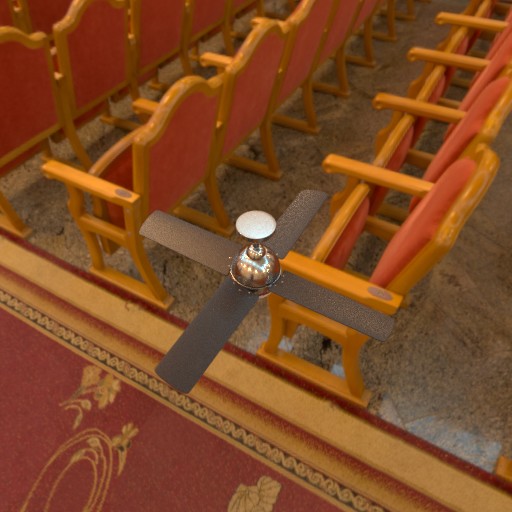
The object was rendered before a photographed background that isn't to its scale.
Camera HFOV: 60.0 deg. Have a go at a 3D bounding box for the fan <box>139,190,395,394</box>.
[{"bbox_3d":[0.000,0.000,2.020,1.332,0.403,1.332,24,52,20],"label":"fan"}]
